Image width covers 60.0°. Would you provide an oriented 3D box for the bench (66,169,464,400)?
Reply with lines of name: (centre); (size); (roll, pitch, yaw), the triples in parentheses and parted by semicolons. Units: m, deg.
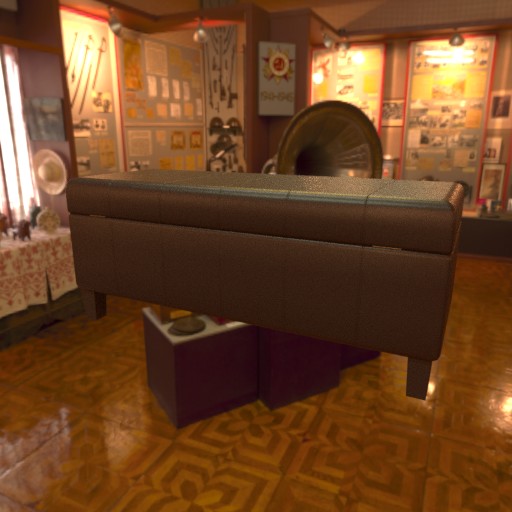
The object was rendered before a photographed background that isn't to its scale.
bench: (0.000, 0.000, 1.339); (1.092, 0.457, 0.429); (8, 17, 25)
